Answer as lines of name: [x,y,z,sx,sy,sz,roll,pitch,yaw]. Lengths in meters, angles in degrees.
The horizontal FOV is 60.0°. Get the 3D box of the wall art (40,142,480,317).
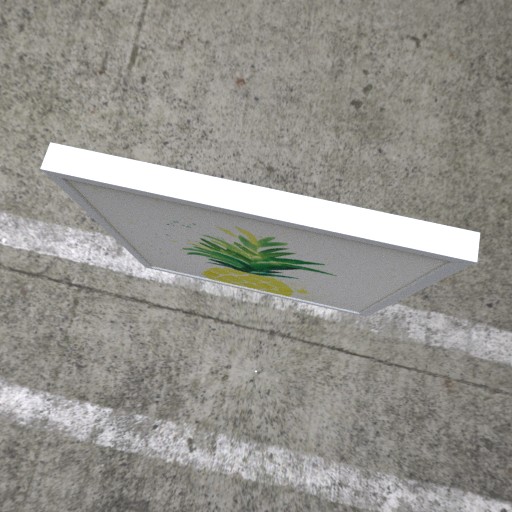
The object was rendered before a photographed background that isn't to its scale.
wall art: [0.000,0.000,0.752,0.508,0.507,0.035,12,76,3]
